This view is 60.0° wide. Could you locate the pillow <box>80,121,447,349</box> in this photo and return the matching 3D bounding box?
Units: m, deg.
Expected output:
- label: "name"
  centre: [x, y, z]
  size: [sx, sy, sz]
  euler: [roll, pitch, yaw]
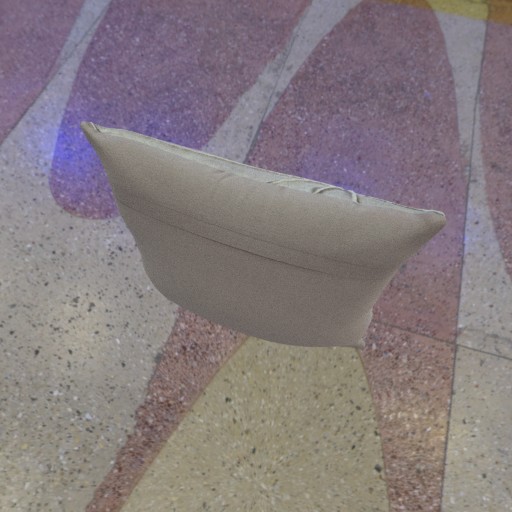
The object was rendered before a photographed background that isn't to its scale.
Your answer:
- label: "pillow"
  centre: [0.000, 0.000, 0.679]
  size: [0.439, 0.440, 0.185]
  euler: [17, 64, 9]
